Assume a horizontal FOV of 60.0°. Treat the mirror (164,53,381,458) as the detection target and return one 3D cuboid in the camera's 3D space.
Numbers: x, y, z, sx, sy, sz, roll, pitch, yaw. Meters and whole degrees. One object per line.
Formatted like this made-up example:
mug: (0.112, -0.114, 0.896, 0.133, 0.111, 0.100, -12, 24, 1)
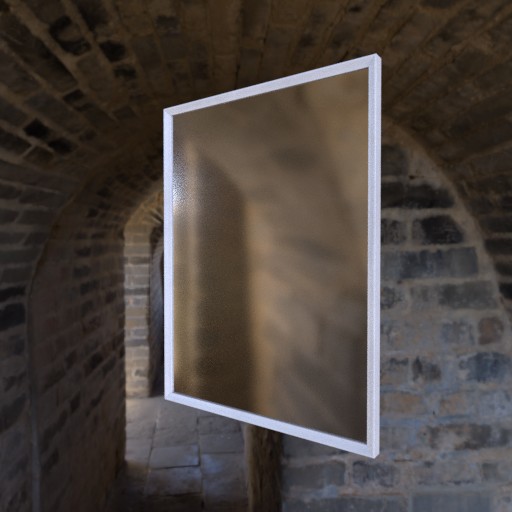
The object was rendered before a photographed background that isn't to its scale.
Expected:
mirror: (0.000, 0.000, 1.348, 0.762, 1.016, 0.041, 1, 1, 35)
